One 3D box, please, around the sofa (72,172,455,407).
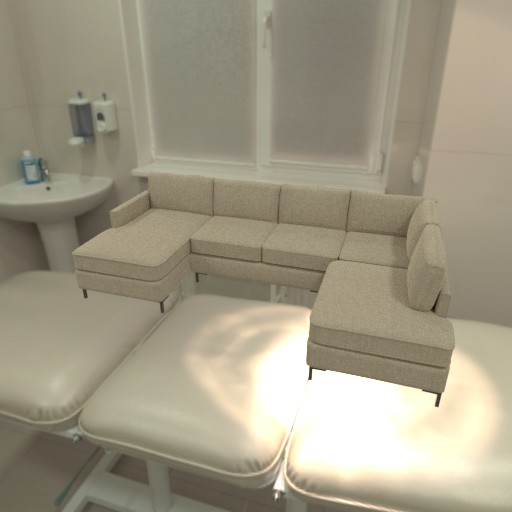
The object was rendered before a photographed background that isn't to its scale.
[{"bbox_3d":[0.000,0.000,4.272,3.423,0.996,2.021,8,27,16],"label":"sofa"}]
